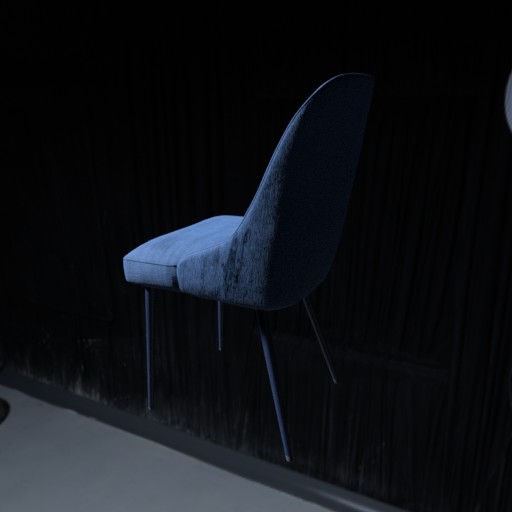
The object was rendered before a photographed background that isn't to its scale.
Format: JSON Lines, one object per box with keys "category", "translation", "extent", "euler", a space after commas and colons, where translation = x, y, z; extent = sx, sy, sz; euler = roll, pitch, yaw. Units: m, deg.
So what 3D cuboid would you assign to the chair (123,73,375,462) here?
{"category": "chair", "translation": [0.000, 0.000, 1.209], "extent": [0.559, 0.896, 0.478], "euler": [9, 20, 26]}
